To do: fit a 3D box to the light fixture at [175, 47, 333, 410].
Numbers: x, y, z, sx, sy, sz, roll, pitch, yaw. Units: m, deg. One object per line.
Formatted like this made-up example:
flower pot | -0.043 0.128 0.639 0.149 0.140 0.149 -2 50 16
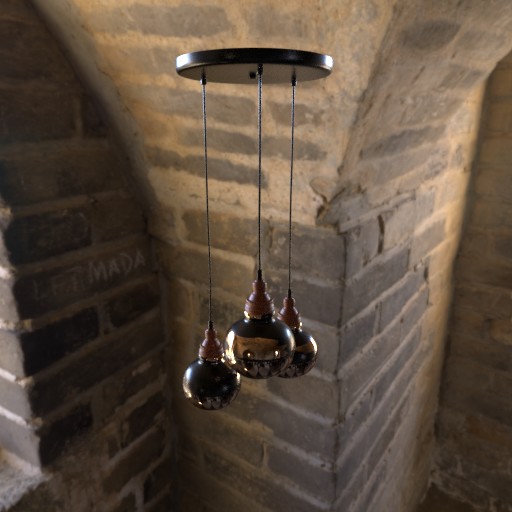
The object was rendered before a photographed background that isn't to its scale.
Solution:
light fixture | 0.000 0.000 1.738 0.608 1.410 0.605 -3 15 -11
